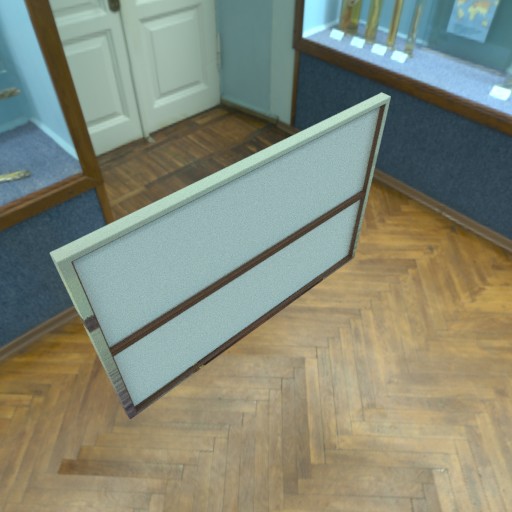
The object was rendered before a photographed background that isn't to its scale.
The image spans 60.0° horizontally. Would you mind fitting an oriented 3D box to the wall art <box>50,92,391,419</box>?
[{"bbox_3d":[0.000,0.000,1.482,1.149,0.765,0.040,-32,54,-27],"label":"wall art"}]
